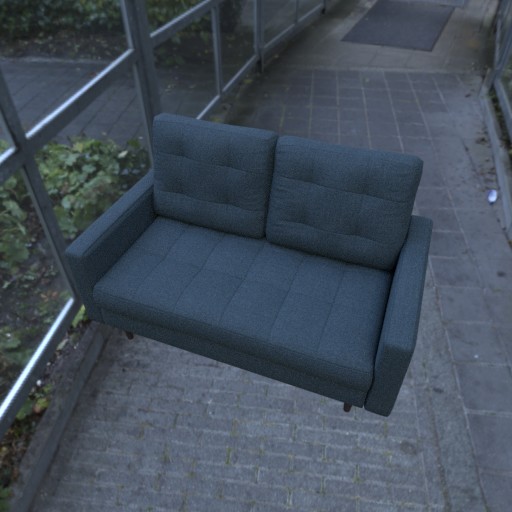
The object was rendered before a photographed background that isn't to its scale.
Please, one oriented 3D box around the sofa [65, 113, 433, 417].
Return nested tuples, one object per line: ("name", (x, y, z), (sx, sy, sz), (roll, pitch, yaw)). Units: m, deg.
("sofa", (0.000, 0.000, 1.973), (1.407, 0.907, 0.842), (14, 43, 16))
